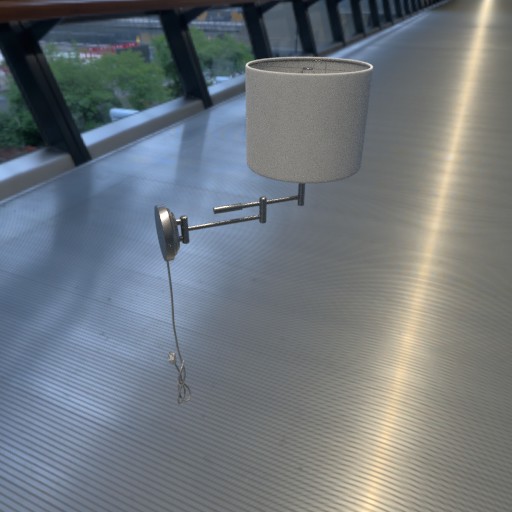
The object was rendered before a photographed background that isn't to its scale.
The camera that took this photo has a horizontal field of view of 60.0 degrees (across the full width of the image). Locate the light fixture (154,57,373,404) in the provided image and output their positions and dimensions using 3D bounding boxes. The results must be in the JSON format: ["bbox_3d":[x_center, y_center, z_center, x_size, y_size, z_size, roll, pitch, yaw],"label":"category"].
[{"bbox_3d":[0.000,0.000,1.065,0.479,0.842,0.253,-11,32,-18],"label":"light fixture"}]
